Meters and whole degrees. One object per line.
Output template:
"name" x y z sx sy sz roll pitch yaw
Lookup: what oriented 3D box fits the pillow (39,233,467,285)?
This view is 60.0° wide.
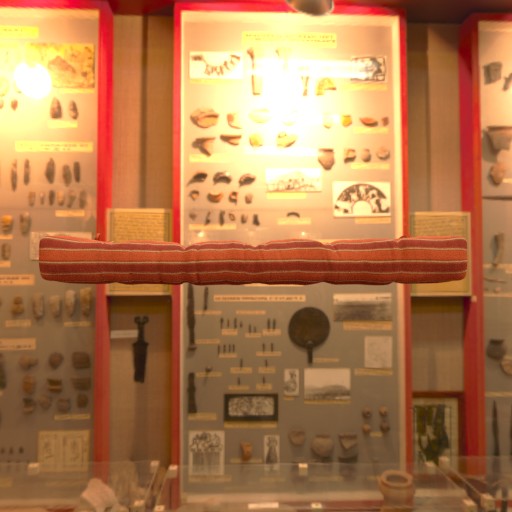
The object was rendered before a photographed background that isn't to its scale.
"pillow" 0.000 0.000 1.391 1.194 0.174 0.511 0 -1 -1
